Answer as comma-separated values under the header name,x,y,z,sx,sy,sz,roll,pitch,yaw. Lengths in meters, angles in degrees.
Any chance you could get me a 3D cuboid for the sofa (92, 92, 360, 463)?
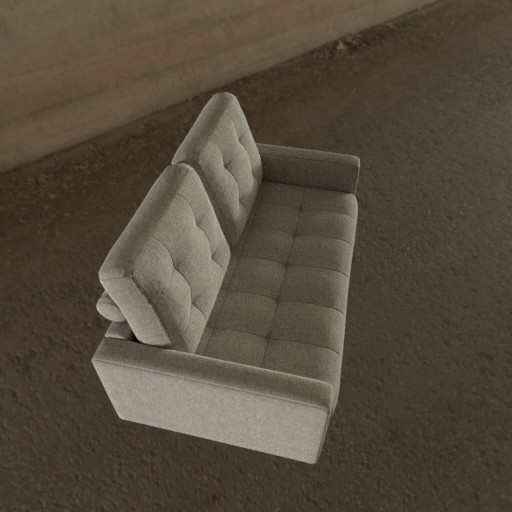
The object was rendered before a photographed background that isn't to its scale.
name,x,y,z,sx,sy,sz,roll,pitch,yaw
sofa,0.000,0.000,1.928,0.842,0.907,1.407,9,46,9
